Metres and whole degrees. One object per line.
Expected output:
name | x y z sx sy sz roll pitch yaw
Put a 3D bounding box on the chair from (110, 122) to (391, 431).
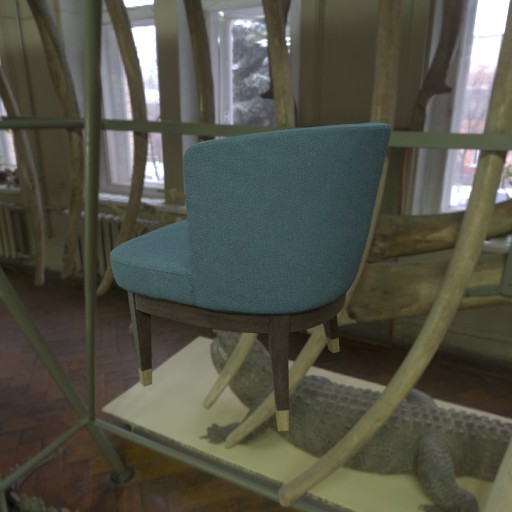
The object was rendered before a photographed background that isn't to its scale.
chair | 0.000 0.000 1.313 0.702 0.760 0.661 9 19 25
